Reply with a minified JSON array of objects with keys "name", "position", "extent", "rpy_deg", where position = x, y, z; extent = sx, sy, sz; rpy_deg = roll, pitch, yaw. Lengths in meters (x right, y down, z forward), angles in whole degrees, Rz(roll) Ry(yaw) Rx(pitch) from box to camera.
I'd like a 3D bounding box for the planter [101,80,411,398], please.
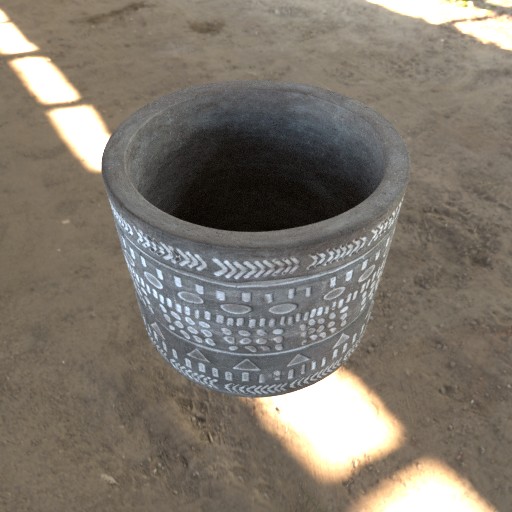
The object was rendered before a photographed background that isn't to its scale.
[{"name":"planter","position":[0.000,0.000,0.221],"extent":[0.122,0.128,0.122],"rpy_deg":[0,45,0]}]
